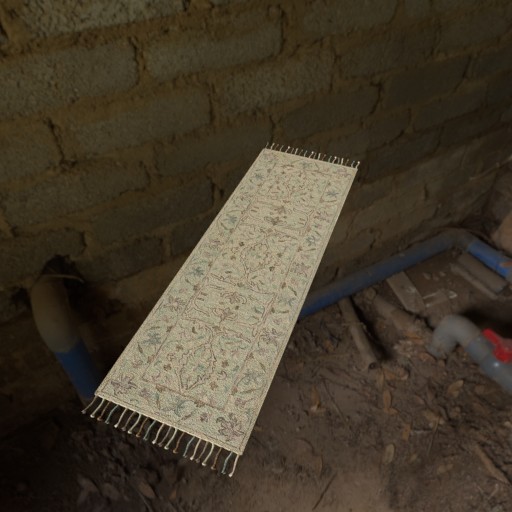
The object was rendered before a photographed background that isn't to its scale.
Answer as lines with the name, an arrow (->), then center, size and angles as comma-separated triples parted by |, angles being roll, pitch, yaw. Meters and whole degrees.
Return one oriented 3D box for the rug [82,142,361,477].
rug -> 0.000, 0.000, 2.723 | 0.769, 0.013, 2.440 | 16, 49, 15
